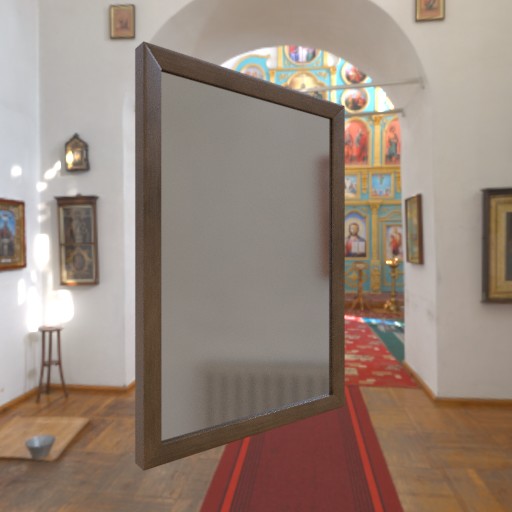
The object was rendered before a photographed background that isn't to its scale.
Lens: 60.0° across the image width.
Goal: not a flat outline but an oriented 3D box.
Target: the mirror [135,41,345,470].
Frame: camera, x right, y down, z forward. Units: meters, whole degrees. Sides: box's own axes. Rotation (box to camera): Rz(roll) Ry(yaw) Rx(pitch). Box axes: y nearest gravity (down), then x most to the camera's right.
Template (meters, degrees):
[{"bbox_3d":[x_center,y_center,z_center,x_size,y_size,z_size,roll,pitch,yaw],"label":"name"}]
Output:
[{"bbox_3d":[0.000,0.000,0.906,0.507,0.710,0.040,0,0,-39],"label":"mirror"}]
